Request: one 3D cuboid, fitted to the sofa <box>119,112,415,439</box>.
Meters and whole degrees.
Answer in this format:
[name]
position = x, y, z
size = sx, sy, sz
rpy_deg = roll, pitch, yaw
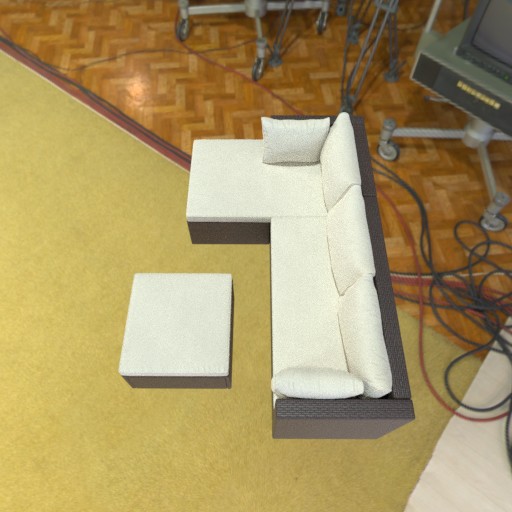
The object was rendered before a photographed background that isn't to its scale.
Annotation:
[sofa]
position = 0.000, 0.000, 2.984
size = 1.612, 0.766, 2.192
rpy_deg = 0, 59, 0
